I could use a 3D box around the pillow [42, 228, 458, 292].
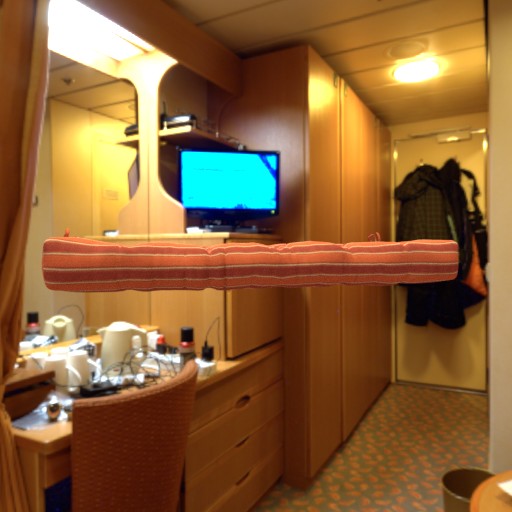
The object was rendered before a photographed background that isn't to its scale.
[{"bbox_3d":[0.000,0.000,1.362,1.194,0.174,0.511,0,1,-18],"label":"pillow"}]
